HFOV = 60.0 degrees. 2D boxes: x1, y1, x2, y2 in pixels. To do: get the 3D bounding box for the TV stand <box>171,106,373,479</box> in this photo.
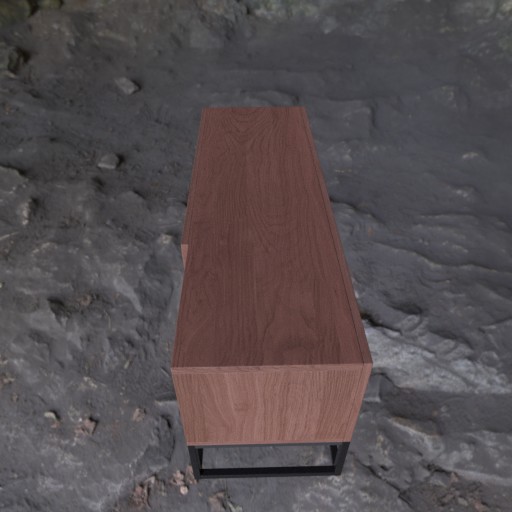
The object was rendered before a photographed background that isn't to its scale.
[{"bbox_3d":[0.000,0.000,1.448,0.415,0.500,1.200,-1,41,-1],"label":"TV stand"}]
